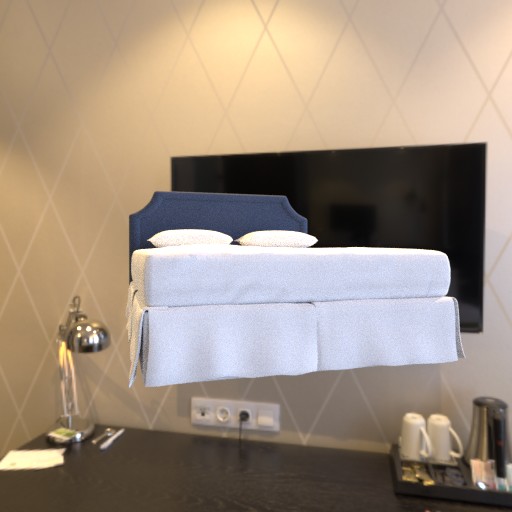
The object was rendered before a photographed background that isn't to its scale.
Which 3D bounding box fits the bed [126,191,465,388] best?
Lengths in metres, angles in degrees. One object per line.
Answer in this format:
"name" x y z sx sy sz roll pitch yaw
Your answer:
"bed" 0.000 0.000 4.123 2.350 1.488 2.773 0 1 -17
